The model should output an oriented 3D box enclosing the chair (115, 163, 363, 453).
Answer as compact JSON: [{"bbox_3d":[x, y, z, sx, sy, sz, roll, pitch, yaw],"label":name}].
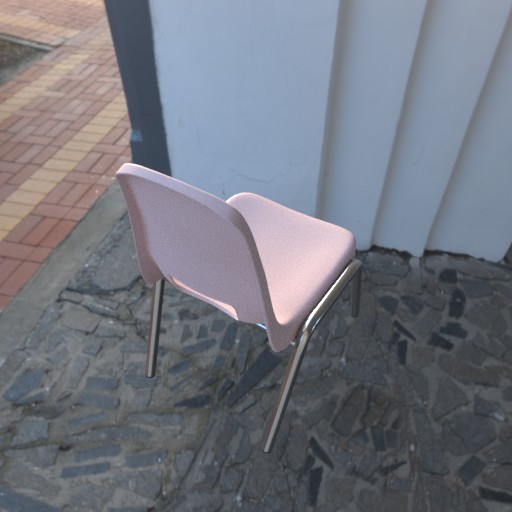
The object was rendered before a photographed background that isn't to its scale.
[{"bbox_3d":[0.000,0.000,0.853,0.354,0.586,0.423,24,50,22],"label":"chair"}]
